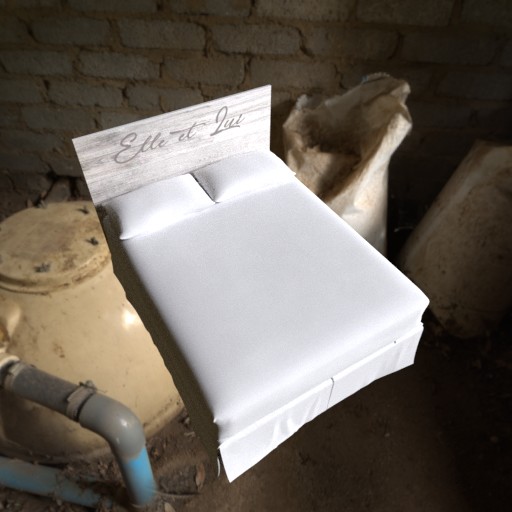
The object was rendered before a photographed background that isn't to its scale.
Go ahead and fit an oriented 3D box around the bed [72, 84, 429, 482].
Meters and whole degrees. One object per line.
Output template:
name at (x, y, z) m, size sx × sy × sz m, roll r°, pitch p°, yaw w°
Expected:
bed at (0.000, 0.000, 3.189) m, size 1.745 × 1.335 × 2.094 m, roll -23°, pitch 51°, yaw -21°
